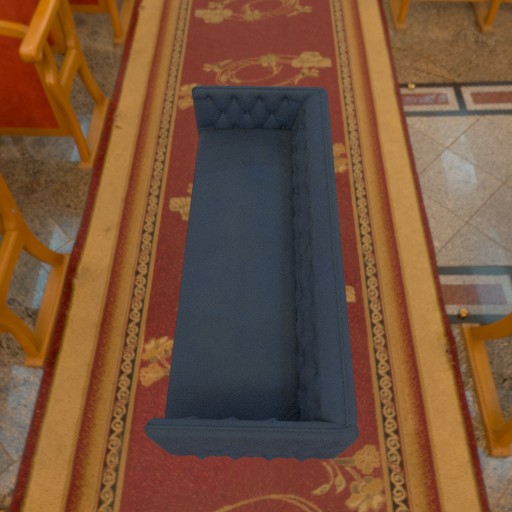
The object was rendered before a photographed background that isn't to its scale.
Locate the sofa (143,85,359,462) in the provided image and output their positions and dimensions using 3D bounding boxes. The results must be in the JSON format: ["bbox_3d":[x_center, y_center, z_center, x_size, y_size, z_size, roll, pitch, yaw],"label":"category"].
[{"bbox_3d":[0.000,0.000,2.662,0.895,0.771,2.209,1,59,1],"label":"sofa"}]
